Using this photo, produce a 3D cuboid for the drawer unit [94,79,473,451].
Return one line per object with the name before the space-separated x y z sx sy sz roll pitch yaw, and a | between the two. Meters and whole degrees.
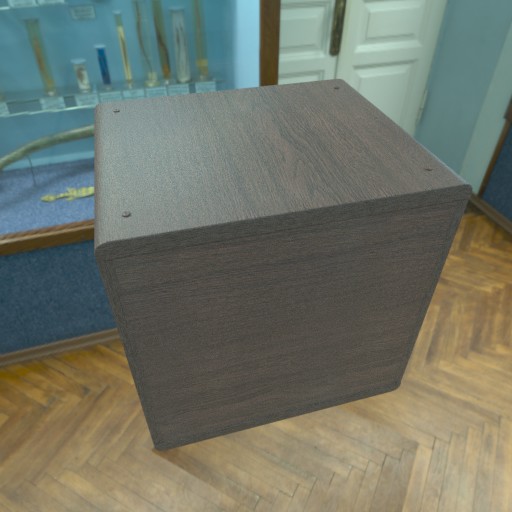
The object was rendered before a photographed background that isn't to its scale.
drawer unit | 0.000 0.000 0.593 0.344 0.344 0.290 -10 42 -12
